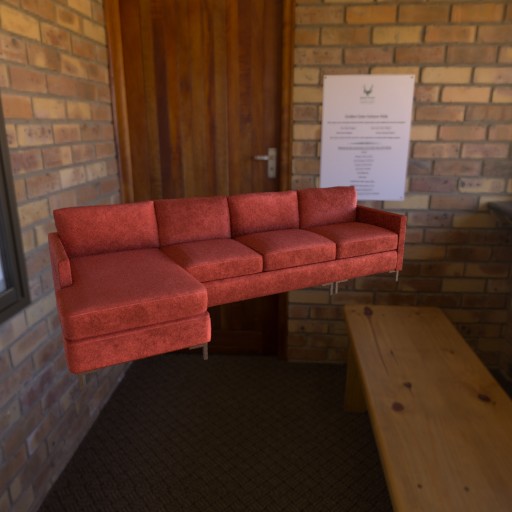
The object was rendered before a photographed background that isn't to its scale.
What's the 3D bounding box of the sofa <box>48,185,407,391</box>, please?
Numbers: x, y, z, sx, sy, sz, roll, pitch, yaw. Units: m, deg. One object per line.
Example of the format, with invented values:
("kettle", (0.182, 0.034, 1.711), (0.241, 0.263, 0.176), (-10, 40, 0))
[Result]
("sofa", (0.000, 0.000, 4.027), (3.400, 0.967, 1.500), (-8, 18, -27))
